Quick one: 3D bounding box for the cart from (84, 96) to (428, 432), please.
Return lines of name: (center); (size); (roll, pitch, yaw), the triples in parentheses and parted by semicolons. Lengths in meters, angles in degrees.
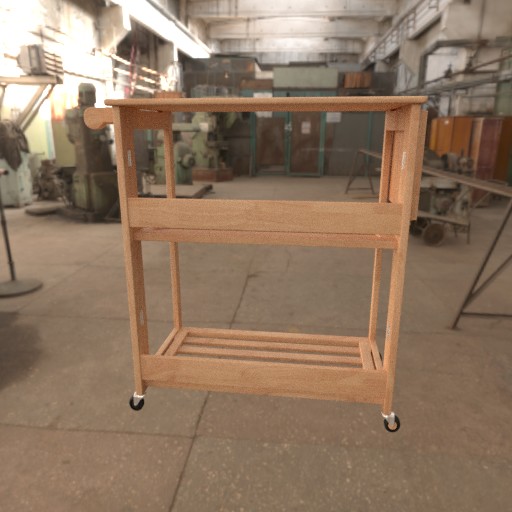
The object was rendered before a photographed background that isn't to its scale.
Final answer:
cart: (0.000, 0.000, 1.344); (0.853, 0.879, 0.432); (2, 16, 7)
